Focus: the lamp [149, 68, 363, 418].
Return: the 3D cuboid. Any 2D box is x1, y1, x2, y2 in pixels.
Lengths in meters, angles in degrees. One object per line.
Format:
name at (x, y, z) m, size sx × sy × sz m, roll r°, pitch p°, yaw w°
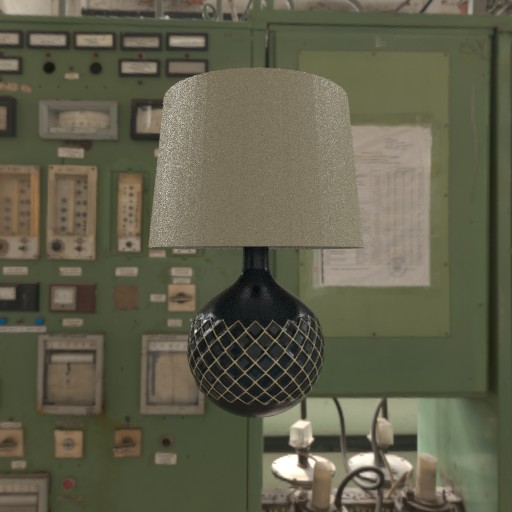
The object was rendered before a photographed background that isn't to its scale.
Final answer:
lamp at (0.000, 0.000, 0.797) m, size 0.376 × 0.540 × 0.376 m, roll 0°, pitch 0°, yaw 0°
